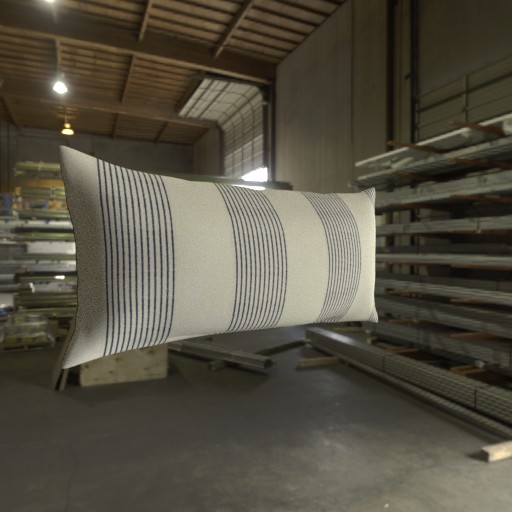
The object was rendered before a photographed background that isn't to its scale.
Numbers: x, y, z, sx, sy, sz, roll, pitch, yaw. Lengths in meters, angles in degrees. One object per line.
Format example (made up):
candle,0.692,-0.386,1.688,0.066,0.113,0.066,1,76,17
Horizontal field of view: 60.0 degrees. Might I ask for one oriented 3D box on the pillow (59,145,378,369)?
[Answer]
pillow,0.000,0.000,0.740,0.610,0.287,0.151,0,1,-35
